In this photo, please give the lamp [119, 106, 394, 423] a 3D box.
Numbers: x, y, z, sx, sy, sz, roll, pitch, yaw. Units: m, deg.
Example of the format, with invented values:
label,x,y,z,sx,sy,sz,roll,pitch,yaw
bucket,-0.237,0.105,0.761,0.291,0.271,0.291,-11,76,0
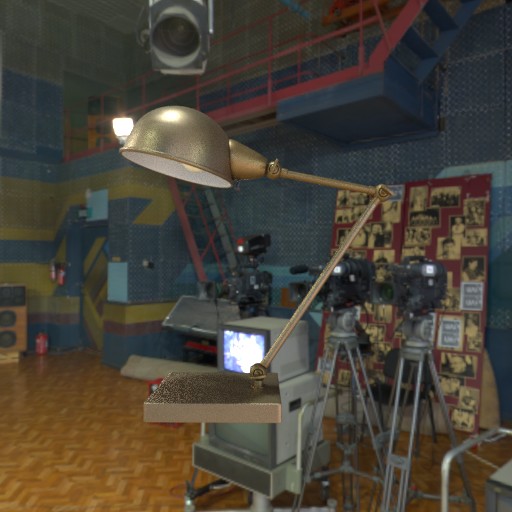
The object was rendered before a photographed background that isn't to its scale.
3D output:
label,x,y,z,sx,sy,sz,roll,pitch,yaw
lamp,0.000,0.000,0.557,0.339,0.371,0.149,0,-1,1
